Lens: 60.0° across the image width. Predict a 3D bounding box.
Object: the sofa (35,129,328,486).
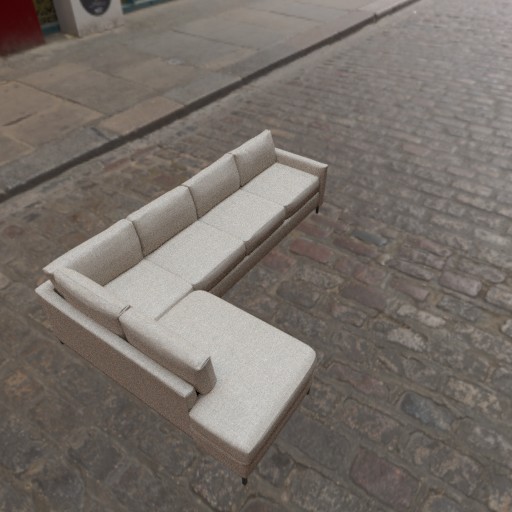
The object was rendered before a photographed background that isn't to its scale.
[{"bbox_3d":[0.000,0.000,3.133,1.617,0.703,2.423,25,46,26],"label":"sofa"}]
